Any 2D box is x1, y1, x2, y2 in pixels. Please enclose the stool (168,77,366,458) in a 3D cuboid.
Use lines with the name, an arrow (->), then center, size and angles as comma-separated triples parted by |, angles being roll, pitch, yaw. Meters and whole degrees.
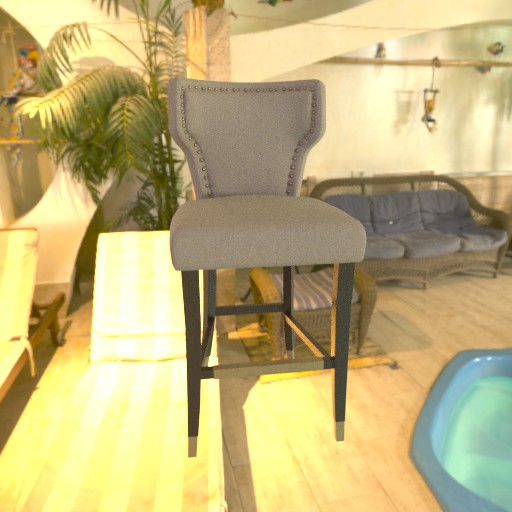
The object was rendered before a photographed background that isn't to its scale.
stool -> 0.000, 0.000, 1.432 | 0.526, 1.092, 0.563 | -3, 18, -8
